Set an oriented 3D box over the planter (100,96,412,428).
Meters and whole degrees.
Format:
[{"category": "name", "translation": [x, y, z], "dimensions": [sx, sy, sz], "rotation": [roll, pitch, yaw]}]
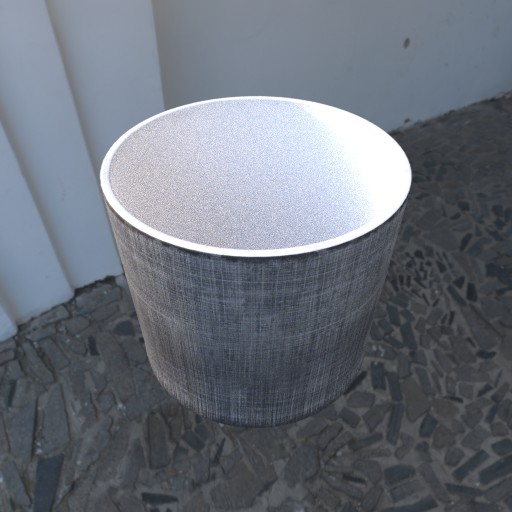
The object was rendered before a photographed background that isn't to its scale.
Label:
[{"category": "planter", "translation": [0.000, 0.000, 0.313], "dimensions": [0.178, 0.157, 0.178], "rotation": [0, 42, 0]}]
